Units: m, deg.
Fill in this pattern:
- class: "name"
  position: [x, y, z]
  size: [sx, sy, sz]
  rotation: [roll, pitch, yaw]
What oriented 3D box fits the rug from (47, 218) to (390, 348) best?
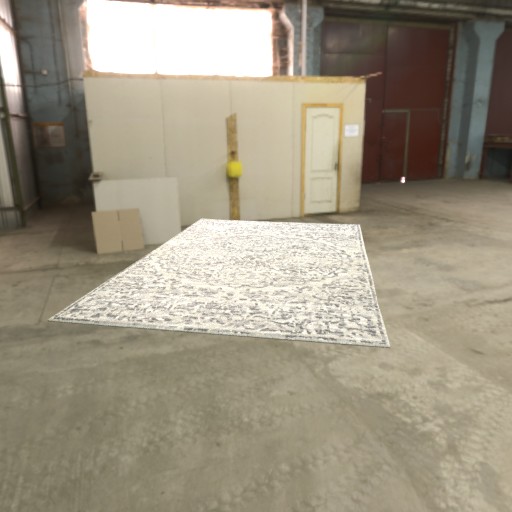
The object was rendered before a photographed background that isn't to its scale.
- class: "rug"
  position: [0.000, 0.000, 3.072]
  size: [1.527, 0.021, 2.447]
  rotation: [3, 16, 10]
